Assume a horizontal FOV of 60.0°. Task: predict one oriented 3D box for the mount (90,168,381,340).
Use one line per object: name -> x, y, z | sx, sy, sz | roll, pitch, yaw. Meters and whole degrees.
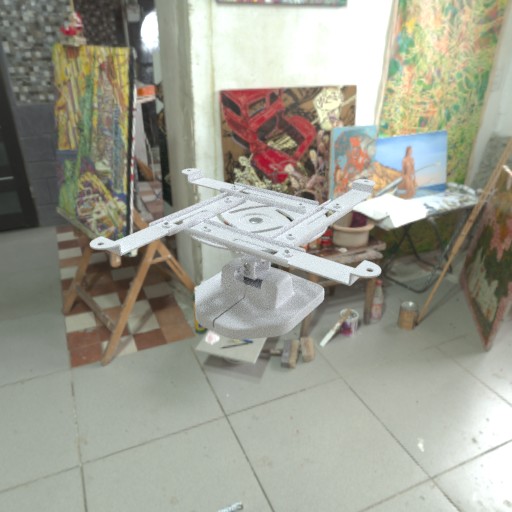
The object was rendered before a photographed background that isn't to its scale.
mount -> 0.000, 0.000, 0.604 | 0.394, 0.141, 0.394 | 19, 33, 32
